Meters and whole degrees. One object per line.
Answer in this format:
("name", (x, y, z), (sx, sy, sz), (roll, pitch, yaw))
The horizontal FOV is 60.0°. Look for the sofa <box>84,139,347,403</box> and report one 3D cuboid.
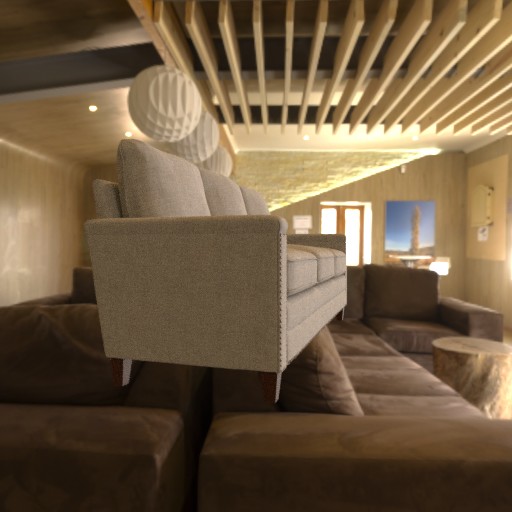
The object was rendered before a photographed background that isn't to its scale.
("sofa", (0.000, 0.000, 2.469), (0.828, 0.959, 1.925), (0, 1, 18))
